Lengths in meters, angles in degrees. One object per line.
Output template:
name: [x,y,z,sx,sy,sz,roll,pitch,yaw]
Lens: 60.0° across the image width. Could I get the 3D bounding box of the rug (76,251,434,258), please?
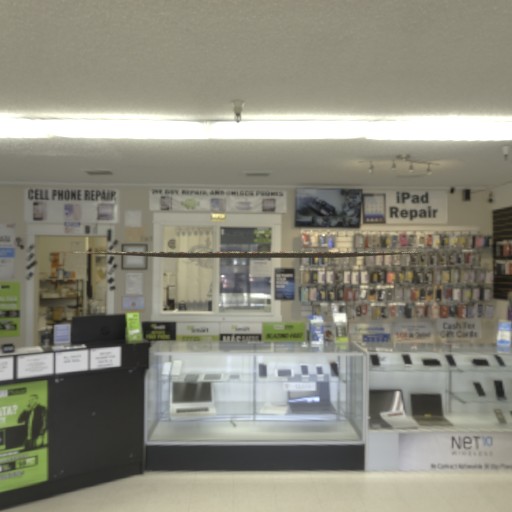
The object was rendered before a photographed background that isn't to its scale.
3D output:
rug: [0.000,0.000,3.023,1.524,0.008,2.438,0,-1,0]
